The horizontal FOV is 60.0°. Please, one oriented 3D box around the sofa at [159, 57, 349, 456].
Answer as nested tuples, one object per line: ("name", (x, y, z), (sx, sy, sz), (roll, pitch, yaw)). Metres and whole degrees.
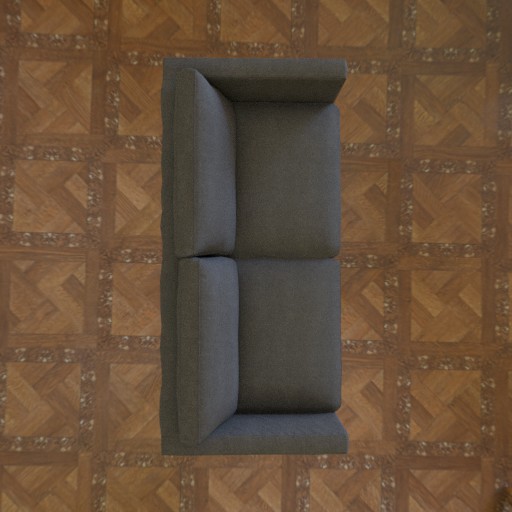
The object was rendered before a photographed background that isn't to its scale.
("sofa", (0.000, 0.000, 2.456), (0.953, 0.855, 1.982), (0, 89, -1))
